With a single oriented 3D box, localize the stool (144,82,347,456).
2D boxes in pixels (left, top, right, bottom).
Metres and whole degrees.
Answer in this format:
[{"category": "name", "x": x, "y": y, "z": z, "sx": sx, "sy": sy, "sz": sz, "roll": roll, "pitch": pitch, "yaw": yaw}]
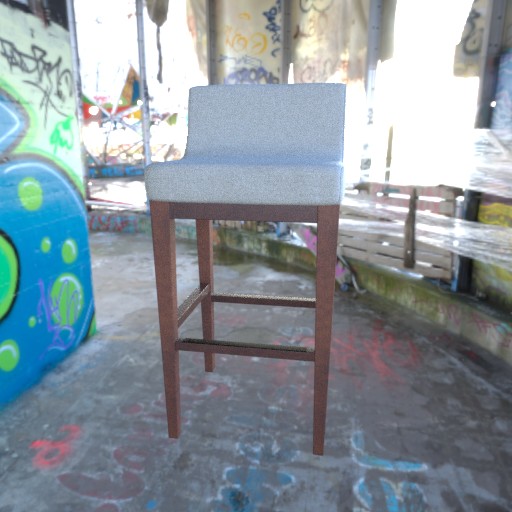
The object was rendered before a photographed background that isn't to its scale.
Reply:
[{"category": "stool", "x": 0.000, "y": 0.000, "z": 1.369, "sx": 0.511, "sy": 1.037, "sz": 0.500, "roll": 3, "pitch": 15, "yaw": 9}]
